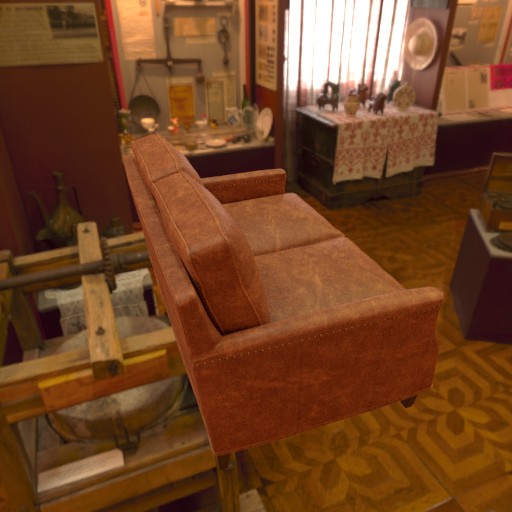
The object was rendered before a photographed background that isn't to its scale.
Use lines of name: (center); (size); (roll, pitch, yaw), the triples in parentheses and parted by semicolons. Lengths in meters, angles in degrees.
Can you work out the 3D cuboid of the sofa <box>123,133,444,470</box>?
sofa: (0.000, 0.000, 2.238); (1.084, 1.003, 1.597); (-11, 32, -18)
